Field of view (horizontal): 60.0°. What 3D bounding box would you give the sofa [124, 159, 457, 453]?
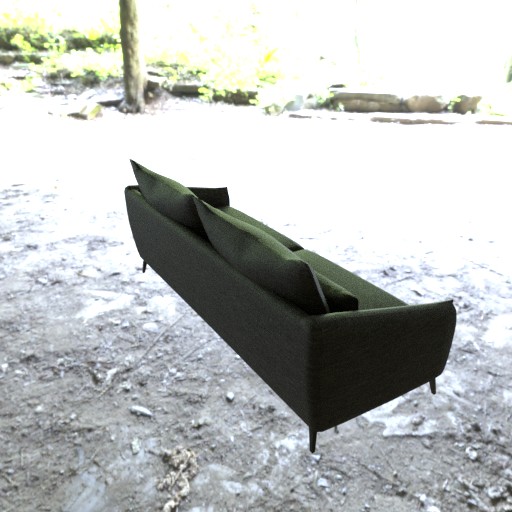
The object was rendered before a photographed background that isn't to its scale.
[{"bbox_3d":[0.000,0.000,2.468,0.807,0.843,2.019,-17,32,-30],"label":"sofa"}]
